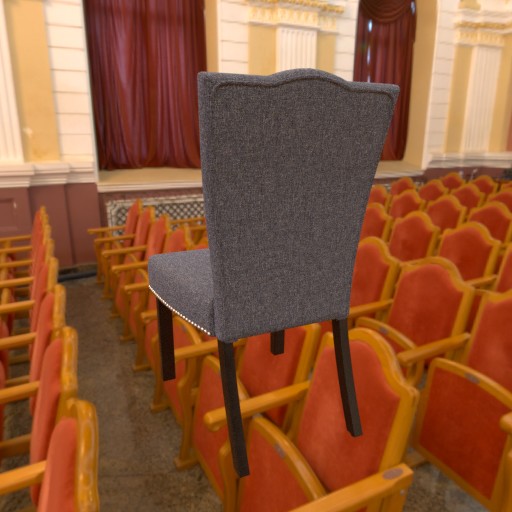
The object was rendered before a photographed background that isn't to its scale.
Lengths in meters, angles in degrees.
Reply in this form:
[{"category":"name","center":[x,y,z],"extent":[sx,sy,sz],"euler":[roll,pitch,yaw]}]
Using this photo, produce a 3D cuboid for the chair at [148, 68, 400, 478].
[{"category":"chair","center":[0.000,0.000,1.284],"extent":[0.518,0.946,0.589],"euler":[-7,16,-25]}]
